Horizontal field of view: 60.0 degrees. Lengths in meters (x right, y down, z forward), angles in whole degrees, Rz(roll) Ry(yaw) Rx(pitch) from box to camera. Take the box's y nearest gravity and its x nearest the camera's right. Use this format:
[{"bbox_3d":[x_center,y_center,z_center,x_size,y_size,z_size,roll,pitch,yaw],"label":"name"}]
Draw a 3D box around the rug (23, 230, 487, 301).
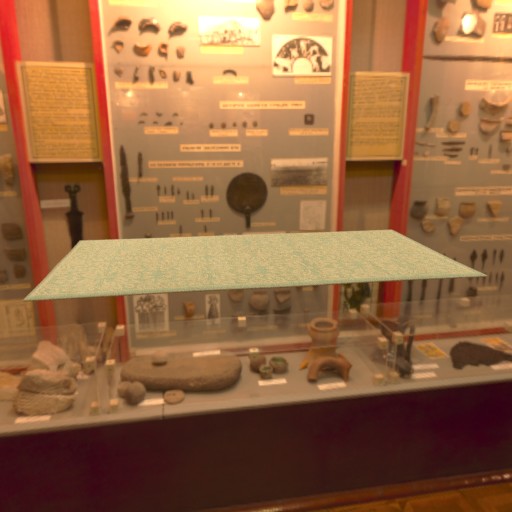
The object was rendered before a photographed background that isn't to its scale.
[{"bbox_3d":[0.000,0.000,1.433,1.219,0.007,0.604,-2,16,-8],"label":"rug"}]
